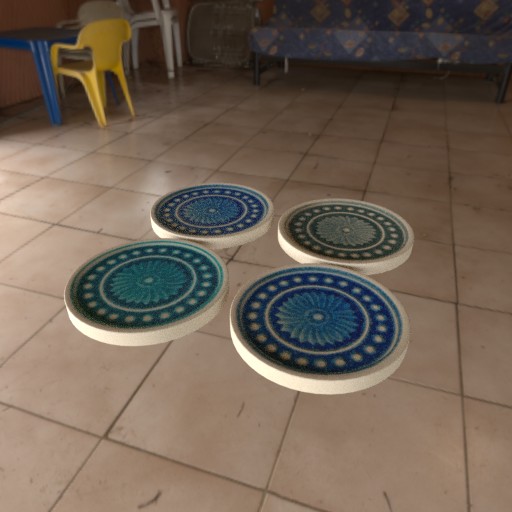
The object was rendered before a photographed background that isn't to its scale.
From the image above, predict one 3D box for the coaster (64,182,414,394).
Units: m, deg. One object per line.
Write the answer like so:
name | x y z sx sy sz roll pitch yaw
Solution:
coaster | 0.000 0.000 0.332 0.224 0.010 0.220 10 34 15
